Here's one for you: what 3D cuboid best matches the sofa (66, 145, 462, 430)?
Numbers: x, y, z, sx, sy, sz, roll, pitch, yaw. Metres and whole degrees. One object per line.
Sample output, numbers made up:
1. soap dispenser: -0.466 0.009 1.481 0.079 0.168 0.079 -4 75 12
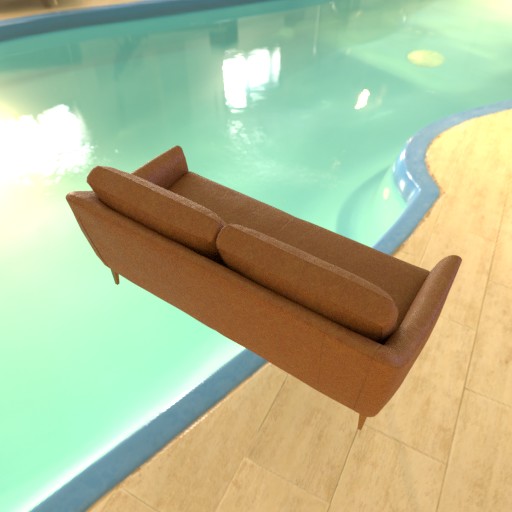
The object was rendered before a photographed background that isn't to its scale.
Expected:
1. sofa: 0.000 0.000 2.566 2.036 0.945 0.981 26 51 23
